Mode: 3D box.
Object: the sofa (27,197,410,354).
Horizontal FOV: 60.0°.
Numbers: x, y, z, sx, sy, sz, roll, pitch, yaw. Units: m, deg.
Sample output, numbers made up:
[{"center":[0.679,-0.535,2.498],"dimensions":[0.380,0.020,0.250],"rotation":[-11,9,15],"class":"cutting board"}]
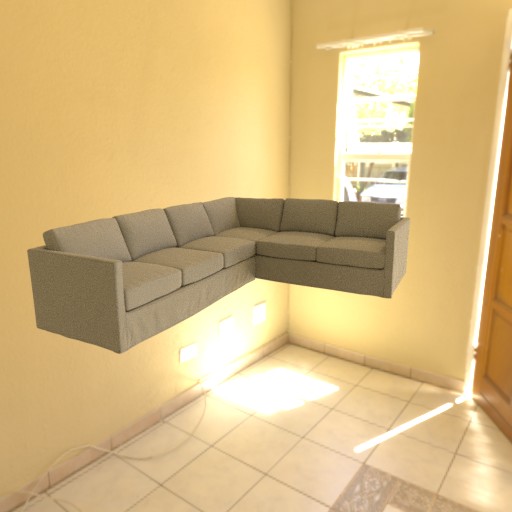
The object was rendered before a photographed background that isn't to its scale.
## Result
[{"center":[0.000,0.000,4.358],"dimensions":[2.432,0.871,3.182],"rotation":[7,15,26],"class":"sofa"}]
